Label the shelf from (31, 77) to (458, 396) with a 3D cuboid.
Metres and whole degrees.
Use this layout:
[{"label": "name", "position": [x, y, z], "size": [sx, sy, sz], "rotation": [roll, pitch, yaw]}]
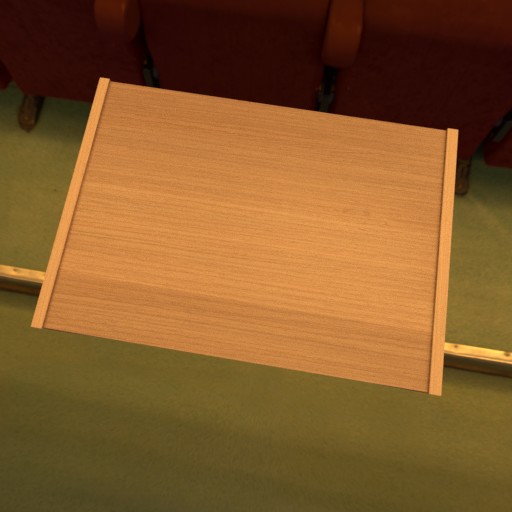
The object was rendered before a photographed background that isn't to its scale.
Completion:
[{"label": "shelf", "position": [0.000, 0.000, 0.621], "size": [0.415, 0.305, 0.290], "rotation": [9, 77, 2]}]
